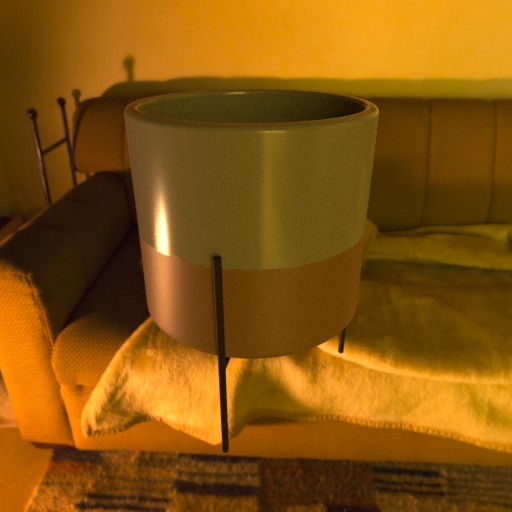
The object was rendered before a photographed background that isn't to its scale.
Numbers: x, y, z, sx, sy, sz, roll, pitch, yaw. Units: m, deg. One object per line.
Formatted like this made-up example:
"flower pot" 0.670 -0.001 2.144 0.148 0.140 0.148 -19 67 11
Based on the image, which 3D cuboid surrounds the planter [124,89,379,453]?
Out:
"planter" 0.000 0.000 0.724 0.360 0.480 0.348 -8 28 -16
